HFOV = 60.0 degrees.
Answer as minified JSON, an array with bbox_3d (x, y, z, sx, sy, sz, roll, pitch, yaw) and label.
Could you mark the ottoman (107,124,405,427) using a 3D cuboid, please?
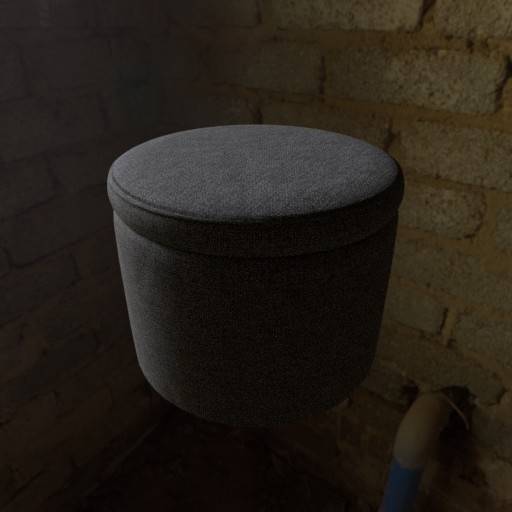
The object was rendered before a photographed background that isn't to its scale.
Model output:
[{"bbox_3d":[0.000,0.000,0.890,0.520,0.430,0.520,0,30,0],"label":"ottoman"}]
